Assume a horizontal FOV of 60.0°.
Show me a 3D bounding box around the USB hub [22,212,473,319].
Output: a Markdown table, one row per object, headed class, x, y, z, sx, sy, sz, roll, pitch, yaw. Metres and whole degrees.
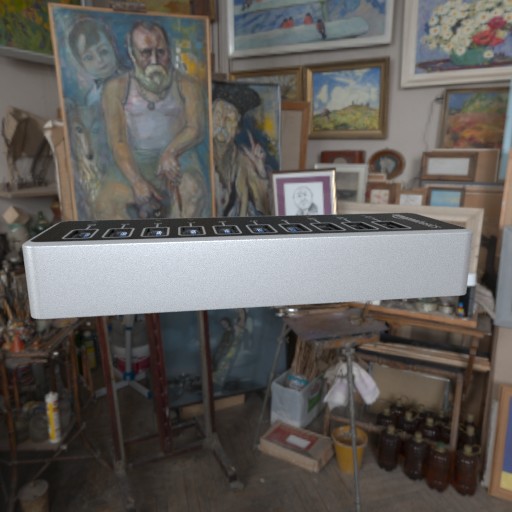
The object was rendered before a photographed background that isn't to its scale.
| class | x | y | z | sx | sy | sz | roll | pitch | yaw |
| --- | --- | --- | --- | --- | --- | --- | --- | --- | --- |
| USB hub | 0.000 | 0.000 | 0.161 | 0.145 | 0.023 | 0.044 | -2 | 14 | -9 |
